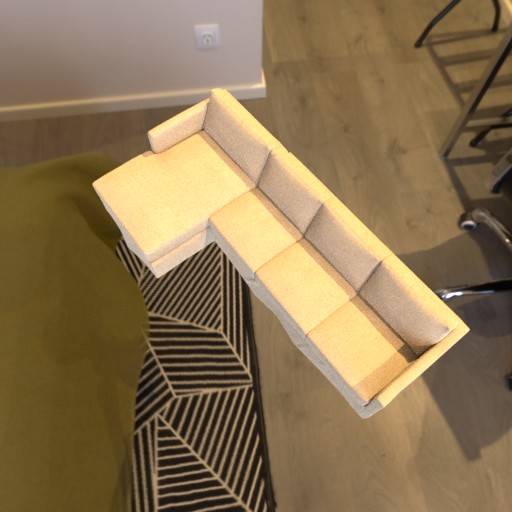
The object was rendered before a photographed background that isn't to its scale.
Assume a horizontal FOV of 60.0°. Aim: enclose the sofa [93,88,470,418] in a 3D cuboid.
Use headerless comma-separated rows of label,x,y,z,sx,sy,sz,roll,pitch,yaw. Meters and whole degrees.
sofa,0.000,0.000,3.931,1.650,0.922,3.205,-35,68,-16
